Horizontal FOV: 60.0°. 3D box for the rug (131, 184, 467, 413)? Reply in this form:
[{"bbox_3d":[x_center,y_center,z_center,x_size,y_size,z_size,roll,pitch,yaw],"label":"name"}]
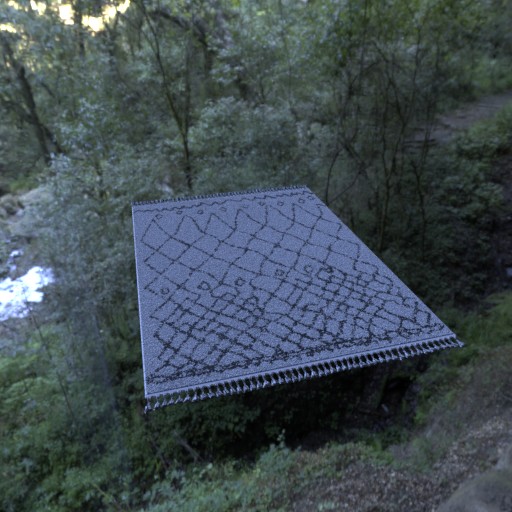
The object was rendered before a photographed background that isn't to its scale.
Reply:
[{"bbox_3d":[0.000,0.000,3.040,1.613,0.017,2.312,-8,31,-13],"label":"rug"}]
